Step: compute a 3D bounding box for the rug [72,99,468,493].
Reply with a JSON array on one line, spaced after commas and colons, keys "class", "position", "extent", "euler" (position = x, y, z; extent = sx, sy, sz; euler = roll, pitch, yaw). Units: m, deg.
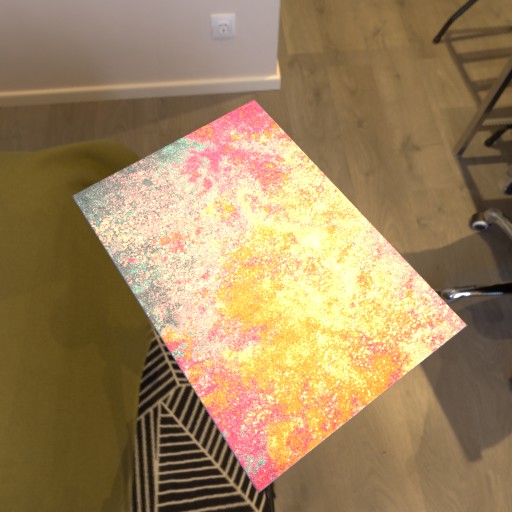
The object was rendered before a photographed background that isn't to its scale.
[{"class": "rug", "position": [0.000, 0.000, 3.721], "extent": [2.007, 0.013, 2.896], "euler": [-33, 69, -14]}]
